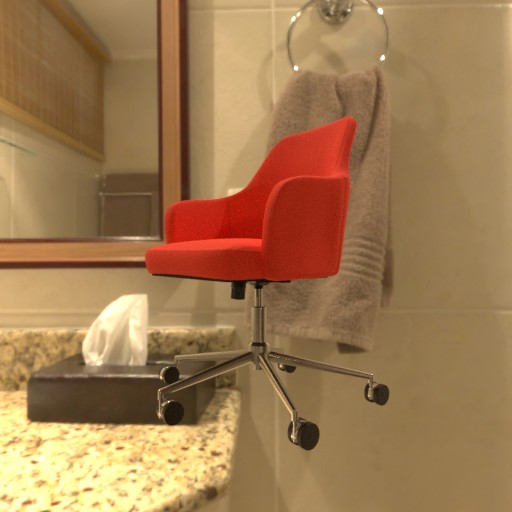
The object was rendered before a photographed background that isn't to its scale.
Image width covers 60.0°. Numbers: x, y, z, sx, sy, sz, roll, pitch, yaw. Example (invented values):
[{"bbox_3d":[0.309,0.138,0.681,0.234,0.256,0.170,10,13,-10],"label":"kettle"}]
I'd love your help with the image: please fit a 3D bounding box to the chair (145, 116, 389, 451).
[{"bbox_3d":[0.000,0.000,1.256,0.600,0.820,0.655,0,0,-36],"label":"chair"}]
